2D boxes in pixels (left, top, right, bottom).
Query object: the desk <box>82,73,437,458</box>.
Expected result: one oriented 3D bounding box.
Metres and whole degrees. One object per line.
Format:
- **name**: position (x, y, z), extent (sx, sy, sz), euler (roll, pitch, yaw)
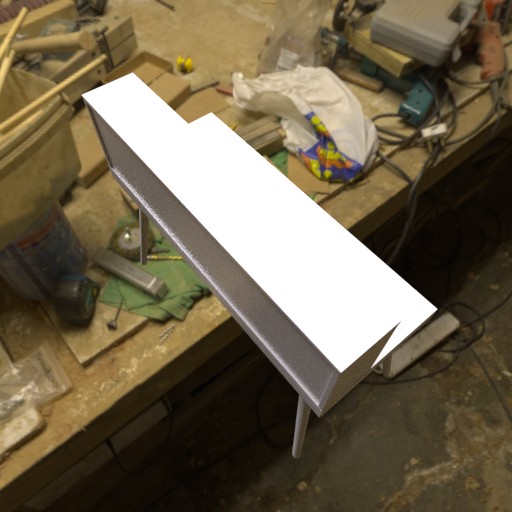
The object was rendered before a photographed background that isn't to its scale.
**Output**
- **desk**: position (0.000, 0.000, 1.696), extent (0.559, 0.990, 1.199), euler (-34, 63, -20)
